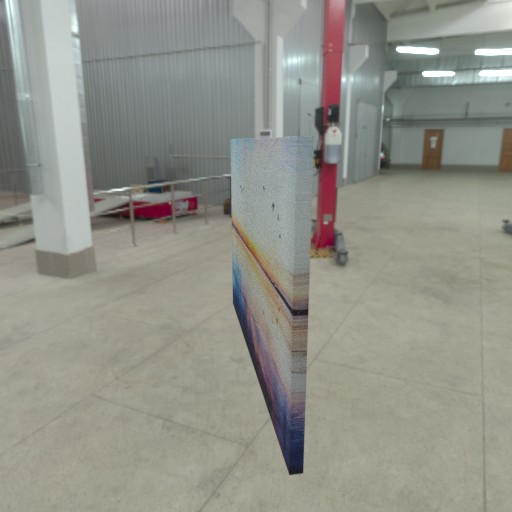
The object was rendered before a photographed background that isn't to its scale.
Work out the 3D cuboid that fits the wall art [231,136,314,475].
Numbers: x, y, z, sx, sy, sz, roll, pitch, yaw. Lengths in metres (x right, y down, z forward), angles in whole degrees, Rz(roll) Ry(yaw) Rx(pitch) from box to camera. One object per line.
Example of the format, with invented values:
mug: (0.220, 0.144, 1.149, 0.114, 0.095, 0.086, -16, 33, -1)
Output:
wall art: (0.000, 0.000, 0.783, 0.018, 0.402, 0.604, -2, 15, -9)
